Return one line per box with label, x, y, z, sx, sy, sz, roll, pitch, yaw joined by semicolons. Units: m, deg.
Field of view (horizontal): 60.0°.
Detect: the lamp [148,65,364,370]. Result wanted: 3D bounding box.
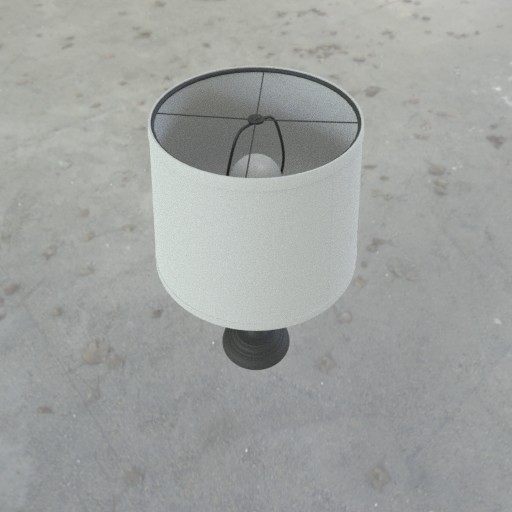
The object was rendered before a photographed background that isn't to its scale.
lamp;0.000;0.000;0.709;0.310;0.501;0.310;0;48;0
